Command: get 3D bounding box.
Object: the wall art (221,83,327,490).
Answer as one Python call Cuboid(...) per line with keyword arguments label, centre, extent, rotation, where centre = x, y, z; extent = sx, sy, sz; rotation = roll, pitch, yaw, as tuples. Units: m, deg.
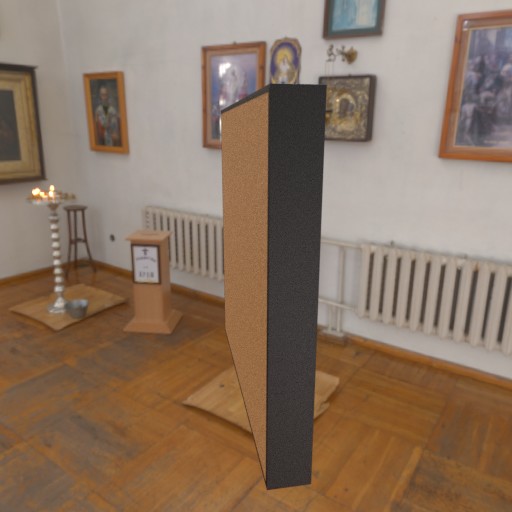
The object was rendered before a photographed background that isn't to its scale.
Cuboid(label="wall art", centre=(0.000, 0.000, 0.460), extent=(0.037, 0.303, 0.304), rotation=(-3, 15, -10))
